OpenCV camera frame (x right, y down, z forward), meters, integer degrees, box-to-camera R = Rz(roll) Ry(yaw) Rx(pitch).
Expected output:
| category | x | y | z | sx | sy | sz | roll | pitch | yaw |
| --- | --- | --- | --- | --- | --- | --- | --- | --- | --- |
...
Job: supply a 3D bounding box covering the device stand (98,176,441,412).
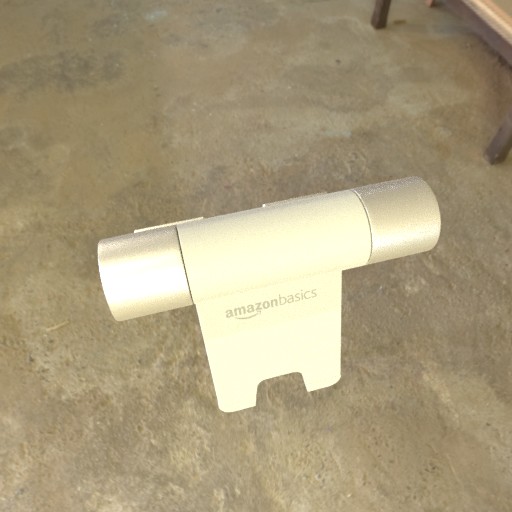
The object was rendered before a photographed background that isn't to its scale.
| category | x | y | z | sx | sy | sz | roll | pitch | yaw |
| --- | --- | --- | --- | --- | --- | --- | --- | --- | --- |
| device stand | 0.000 | 0.000 | 0.155 | 0.086 | 0.084 | 0.079 | -12 | 58 | -8 |
